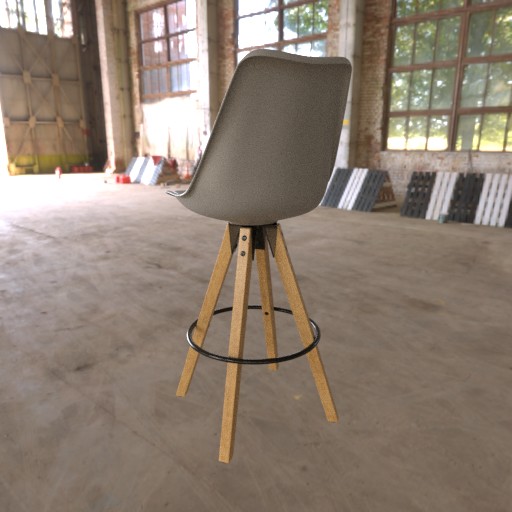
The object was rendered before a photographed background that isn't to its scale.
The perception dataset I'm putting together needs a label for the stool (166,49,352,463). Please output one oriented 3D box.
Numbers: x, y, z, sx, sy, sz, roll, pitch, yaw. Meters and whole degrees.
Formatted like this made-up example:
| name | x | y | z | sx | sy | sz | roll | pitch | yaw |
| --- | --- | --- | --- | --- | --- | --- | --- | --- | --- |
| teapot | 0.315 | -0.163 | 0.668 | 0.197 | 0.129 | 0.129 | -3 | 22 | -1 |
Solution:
| name | x | y | z | sx | sy | sz | roll | pitch | yaw |
| --- | --- | --- | --- | --- | --- | --- | --- | --- | --- |
| stool | 0.000 | 0.000 | 1.410 | 0.485 | 1.115 | 0.550 | -8 | 17 | -28 |
